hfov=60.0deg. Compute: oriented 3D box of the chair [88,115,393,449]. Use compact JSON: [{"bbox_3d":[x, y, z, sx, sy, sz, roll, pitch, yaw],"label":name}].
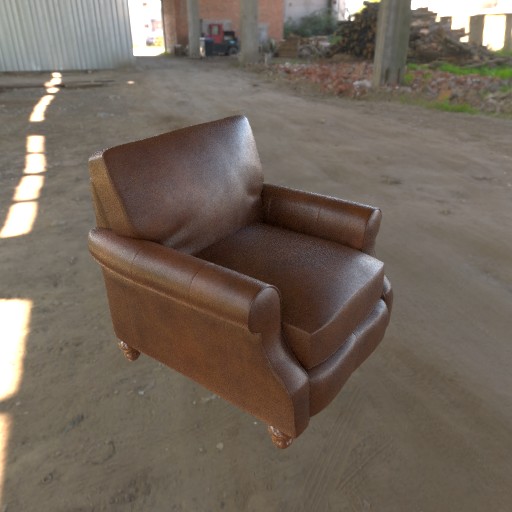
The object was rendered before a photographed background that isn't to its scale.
[{"bbox_3d":[0.000,0.000,1.809,0.992,0.972,0.989,18,31,32],"label":"chair"}]
